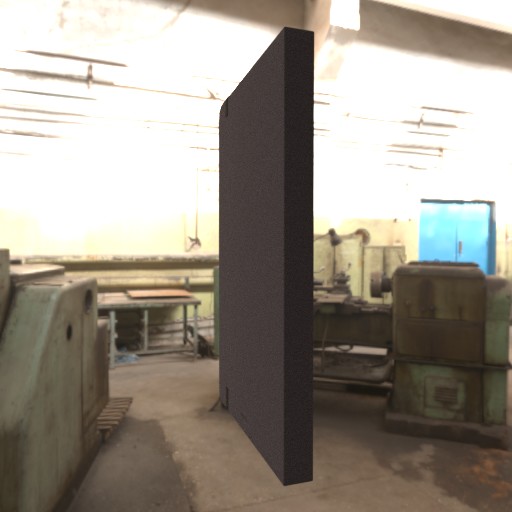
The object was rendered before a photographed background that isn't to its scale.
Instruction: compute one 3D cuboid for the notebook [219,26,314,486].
[{"bbox_3d":[0.000,0.000,0.267,0.016,0.213,0.127,0,1,-18],"label":"notebook"}]
